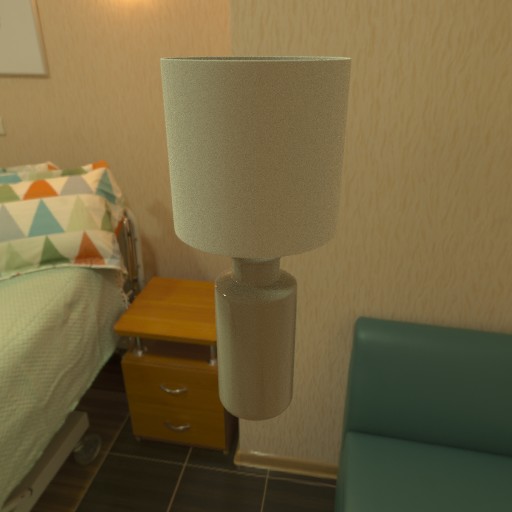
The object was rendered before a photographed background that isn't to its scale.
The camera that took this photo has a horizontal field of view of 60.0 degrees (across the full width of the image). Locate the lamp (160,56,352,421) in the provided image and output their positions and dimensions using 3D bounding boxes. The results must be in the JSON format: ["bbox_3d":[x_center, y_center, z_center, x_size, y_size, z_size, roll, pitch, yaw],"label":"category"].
[{"bbox_3d":[0.000,0.000,0.604,0.212,0.493,0.212,-8,26,-17],"label":"lamp"}]
